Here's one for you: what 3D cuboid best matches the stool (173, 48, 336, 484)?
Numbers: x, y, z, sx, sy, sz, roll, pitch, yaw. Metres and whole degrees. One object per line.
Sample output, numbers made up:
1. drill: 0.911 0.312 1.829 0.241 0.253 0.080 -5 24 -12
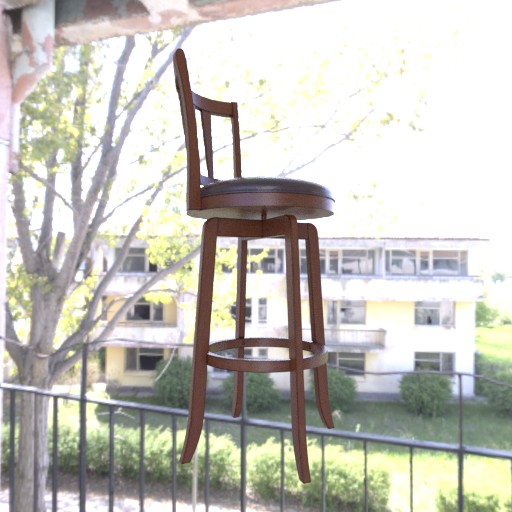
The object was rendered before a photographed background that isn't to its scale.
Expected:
1. stool: 0.000 0.000 1.413 0.503 1.177 0.464 0 -1 19
